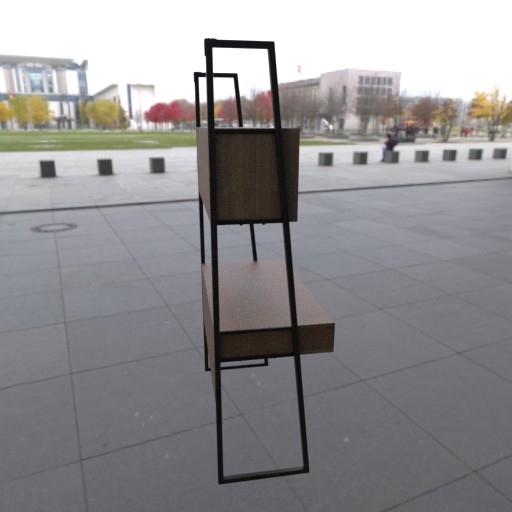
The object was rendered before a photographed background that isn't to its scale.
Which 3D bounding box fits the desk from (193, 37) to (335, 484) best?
[{"bbox_3d":[0.000,0.000,2.217,0.515,1.809,0.982,-3,17,-9],"label":"desk"}]
